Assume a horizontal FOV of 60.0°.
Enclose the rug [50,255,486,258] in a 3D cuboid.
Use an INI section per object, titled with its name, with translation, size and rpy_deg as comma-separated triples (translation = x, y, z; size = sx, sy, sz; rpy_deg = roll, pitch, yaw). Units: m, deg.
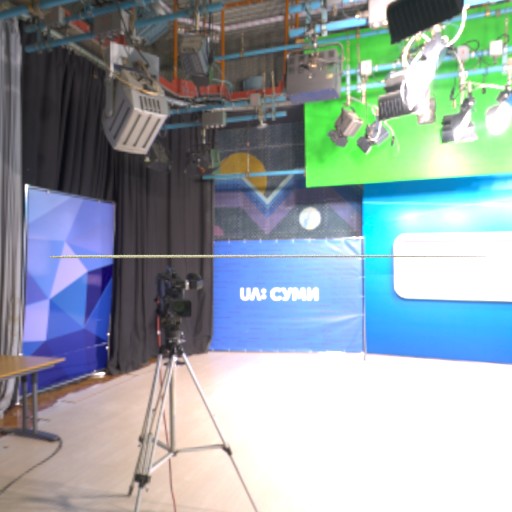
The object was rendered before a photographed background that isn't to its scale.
[rug]
translation = 0.000, 0.000, 2.205
size = 1.747, 0.006, 1.143
rpy_deg = 0, 0, -19
